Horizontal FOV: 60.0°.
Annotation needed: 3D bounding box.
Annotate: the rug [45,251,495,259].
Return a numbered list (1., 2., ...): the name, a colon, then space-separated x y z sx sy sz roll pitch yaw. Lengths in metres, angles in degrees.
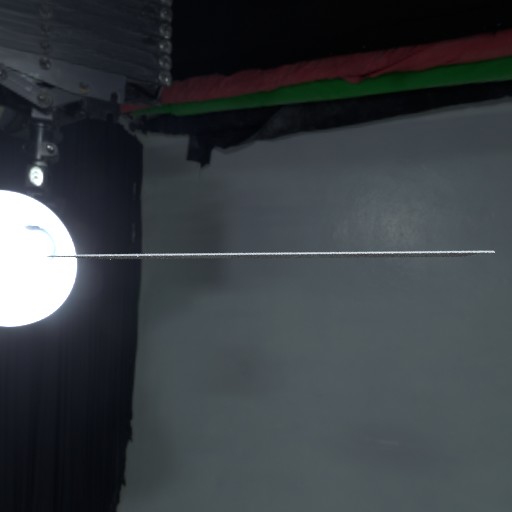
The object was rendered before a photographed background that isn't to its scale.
1. rug: 0.000 0.000 2.503 2.294 0.011 0.666 0 -2 16
